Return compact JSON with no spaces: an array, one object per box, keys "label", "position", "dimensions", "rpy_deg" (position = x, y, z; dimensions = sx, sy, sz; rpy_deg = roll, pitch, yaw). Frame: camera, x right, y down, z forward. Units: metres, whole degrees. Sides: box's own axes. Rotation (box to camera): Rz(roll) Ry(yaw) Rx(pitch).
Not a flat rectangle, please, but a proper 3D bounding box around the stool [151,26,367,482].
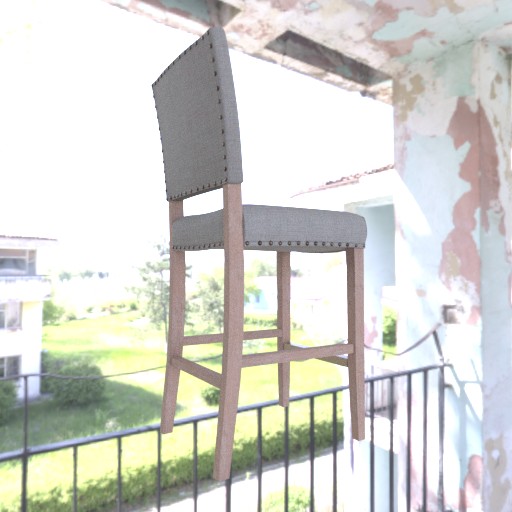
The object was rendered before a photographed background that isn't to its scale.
[{"label":"stool","position":[0.000,0.000,1.450],"dimensions":[0.585,1.173,0.445],"rpy_deg":[1,-1,-33]}]
